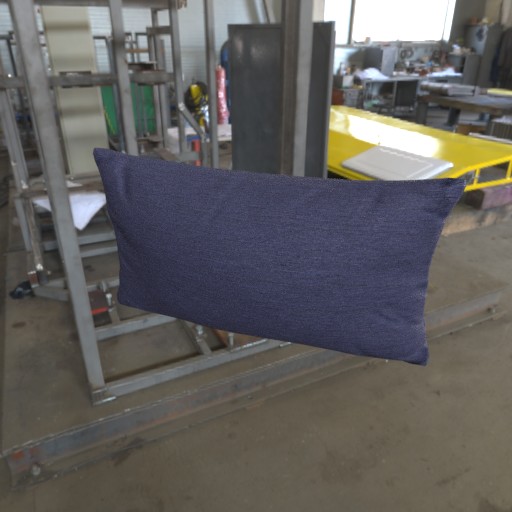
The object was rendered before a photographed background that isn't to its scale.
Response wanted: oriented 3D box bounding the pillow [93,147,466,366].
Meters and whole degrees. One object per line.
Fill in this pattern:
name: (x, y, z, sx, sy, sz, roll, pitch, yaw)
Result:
pillow: (0.000, 0.000, 0.787, 0.633, 0.338, 0.210, 9, 28, 17)
